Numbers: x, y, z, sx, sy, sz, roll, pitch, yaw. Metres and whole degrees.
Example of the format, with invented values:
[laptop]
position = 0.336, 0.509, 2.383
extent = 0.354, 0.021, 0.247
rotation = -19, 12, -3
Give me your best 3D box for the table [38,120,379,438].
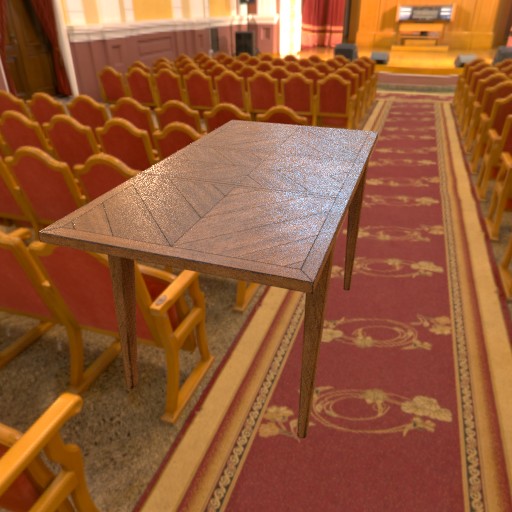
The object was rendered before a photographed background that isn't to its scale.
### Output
[table]
position = 0.000, 0.000, 1.847
extent = 0.757, 0.760, 1.400
rotation = 10, 31, 17
